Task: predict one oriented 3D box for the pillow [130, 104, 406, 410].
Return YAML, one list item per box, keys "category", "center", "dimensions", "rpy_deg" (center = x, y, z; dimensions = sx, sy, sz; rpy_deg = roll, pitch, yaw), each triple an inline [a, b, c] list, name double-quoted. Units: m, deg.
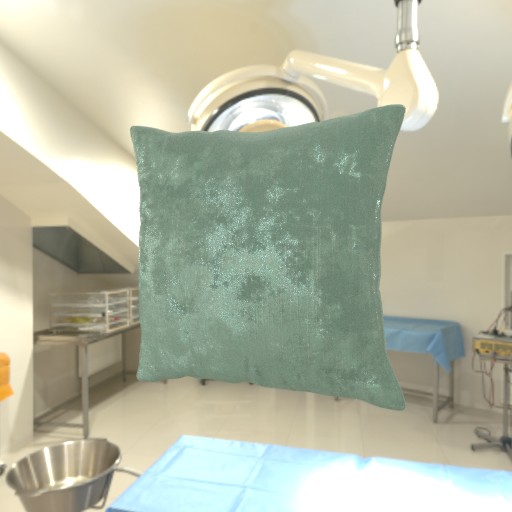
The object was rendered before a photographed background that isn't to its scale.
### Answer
- category: "pillow"
  center: [0.000, 0.000, 0.734]
  dimensions: [0.470, 0.464, 0.175]
  rpy_deg: [0, 0, 18]
